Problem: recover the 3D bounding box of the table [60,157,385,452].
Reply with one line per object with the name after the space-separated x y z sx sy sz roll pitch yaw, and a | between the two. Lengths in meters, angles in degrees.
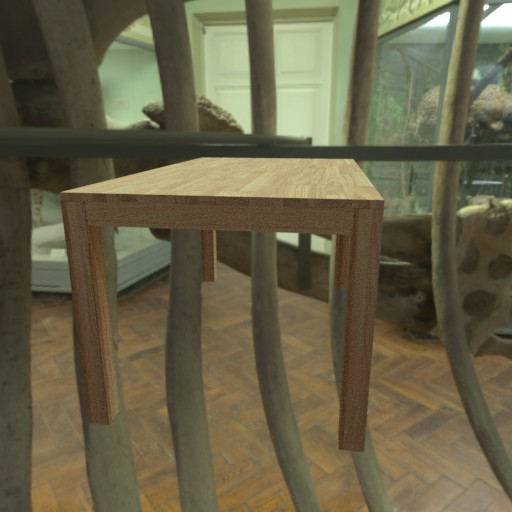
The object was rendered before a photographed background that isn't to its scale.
0.000 0.000 2.016 0.900 0.770 1.500 3 16 9 | table
